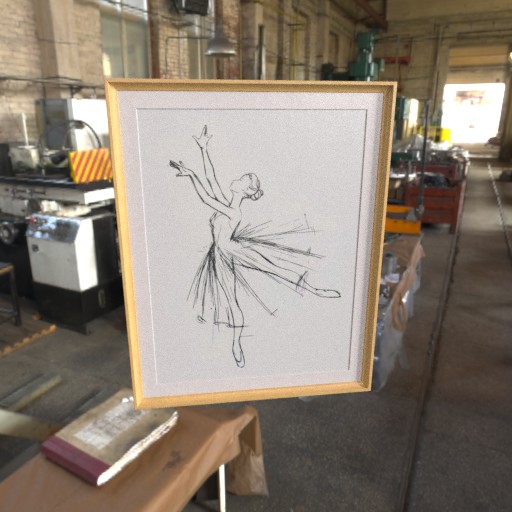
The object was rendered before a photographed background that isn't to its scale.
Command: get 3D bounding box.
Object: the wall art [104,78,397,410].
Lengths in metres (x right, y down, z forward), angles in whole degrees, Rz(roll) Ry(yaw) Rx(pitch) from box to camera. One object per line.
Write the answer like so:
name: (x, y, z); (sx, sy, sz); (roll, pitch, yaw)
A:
wall art: (0.000, 0.000, 1.356); (0.798, 1.002, 0.030); (-2, 17, -7)
